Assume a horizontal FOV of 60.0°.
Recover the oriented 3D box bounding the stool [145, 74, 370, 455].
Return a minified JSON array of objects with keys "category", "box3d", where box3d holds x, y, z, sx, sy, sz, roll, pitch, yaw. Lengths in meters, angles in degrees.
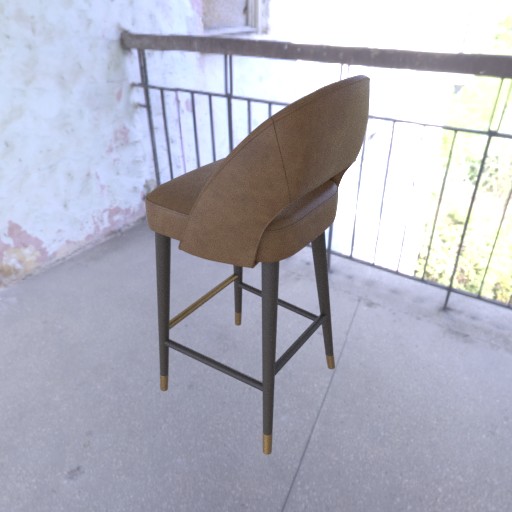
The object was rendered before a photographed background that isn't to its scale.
[{"category":"stool","box3d":[0.000,0.000,1.313,0.509,1.037,0.494,20,36,29]}]
